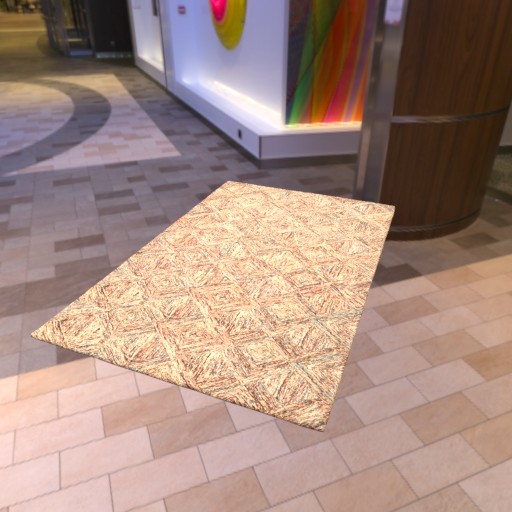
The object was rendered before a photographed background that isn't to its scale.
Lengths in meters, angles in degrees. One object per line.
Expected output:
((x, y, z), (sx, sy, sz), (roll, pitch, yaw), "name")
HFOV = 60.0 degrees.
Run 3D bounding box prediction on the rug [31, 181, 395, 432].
((0.000, 0.000, 2.198), (1.143, 0.014, 1.761), (12, 32, 19), "rug")
